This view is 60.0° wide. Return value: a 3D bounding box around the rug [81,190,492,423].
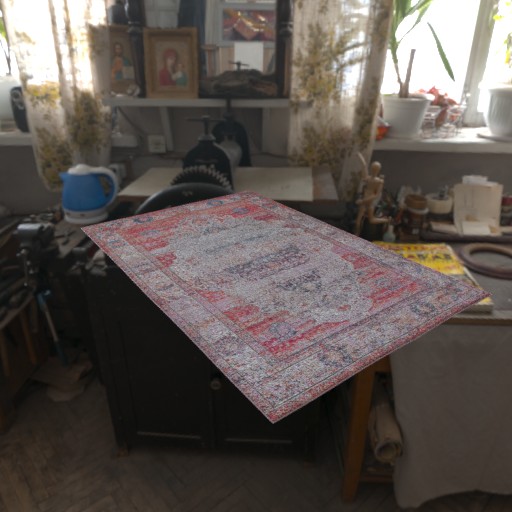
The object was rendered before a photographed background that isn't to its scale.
[{"bbox_3d":[0.000,0.000,2.269,1.219,0.006,1.829,-18,31,-32],"label":"rug"}]
